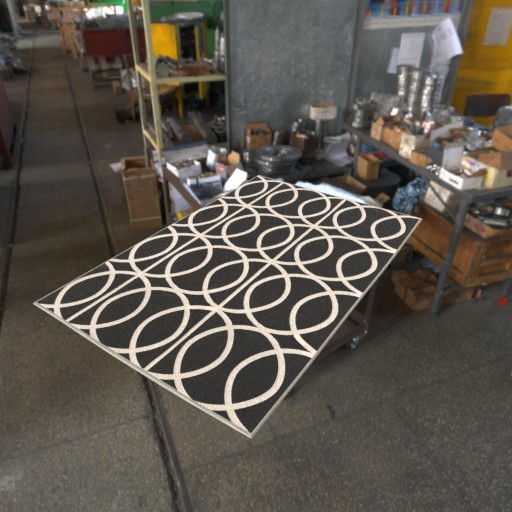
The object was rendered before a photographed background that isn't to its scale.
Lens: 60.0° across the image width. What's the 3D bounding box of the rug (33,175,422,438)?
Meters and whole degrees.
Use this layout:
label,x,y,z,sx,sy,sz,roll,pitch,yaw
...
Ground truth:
label,x,y,z,sx,sy,sz,roll,pitch,yaw
rug,0.000,0.000,2.946,1.528,0.014,2.294,20,38,28
